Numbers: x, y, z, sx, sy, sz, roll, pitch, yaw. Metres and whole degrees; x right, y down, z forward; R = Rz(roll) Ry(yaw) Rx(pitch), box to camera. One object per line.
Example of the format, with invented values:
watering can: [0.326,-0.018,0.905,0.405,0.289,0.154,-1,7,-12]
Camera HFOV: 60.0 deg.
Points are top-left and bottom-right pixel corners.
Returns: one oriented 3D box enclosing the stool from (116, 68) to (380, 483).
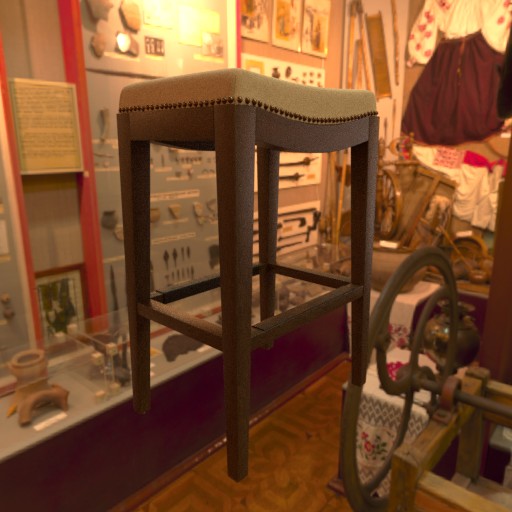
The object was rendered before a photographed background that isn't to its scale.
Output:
stool: [0.000,0.000,1.054,0.358,0.759,0.498,13,19,41]
